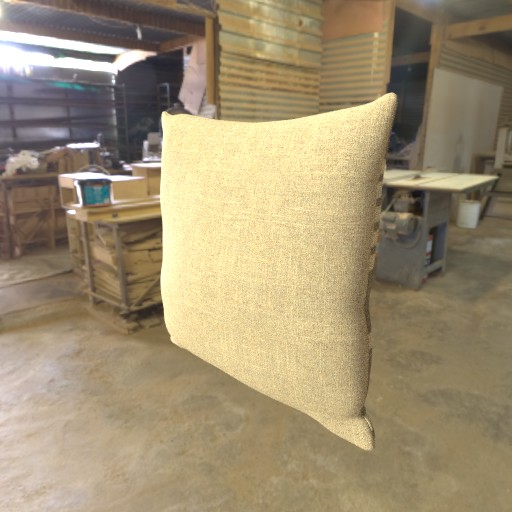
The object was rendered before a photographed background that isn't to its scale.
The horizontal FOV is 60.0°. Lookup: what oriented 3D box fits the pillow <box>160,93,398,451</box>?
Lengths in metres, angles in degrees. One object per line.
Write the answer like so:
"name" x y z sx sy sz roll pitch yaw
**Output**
"pillow" 0.000 0.000 0.667 0.439 0.440 0.182 15 21 42
